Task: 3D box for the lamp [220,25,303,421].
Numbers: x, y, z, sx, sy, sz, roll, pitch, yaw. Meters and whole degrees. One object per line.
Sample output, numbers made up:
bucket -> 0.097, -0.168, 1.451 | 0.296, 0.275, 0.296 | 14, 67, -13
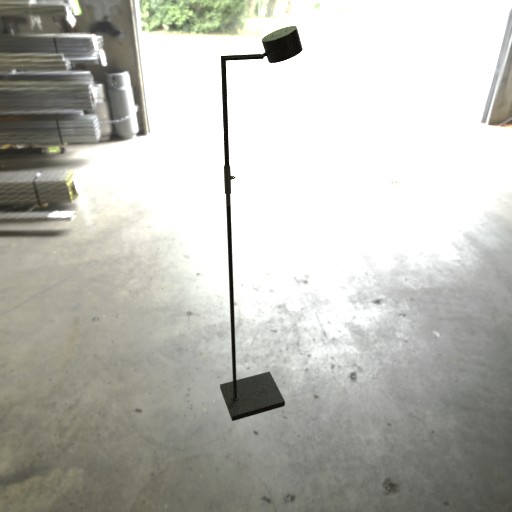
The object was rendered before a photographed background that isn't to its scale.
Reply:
lamp -> 0.000, 0.000, 1.737 | 0.304, 1.600, 0.203 | -10, 33, -17
